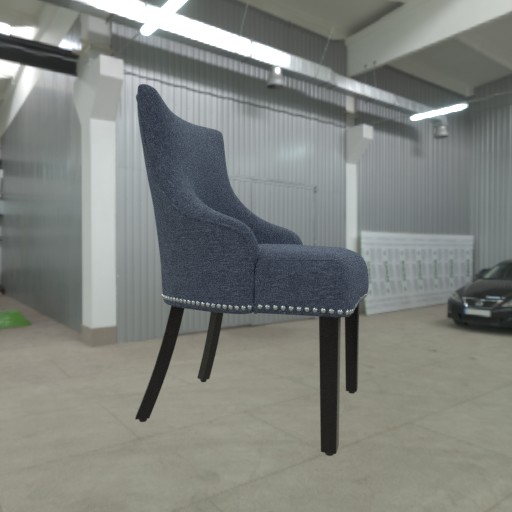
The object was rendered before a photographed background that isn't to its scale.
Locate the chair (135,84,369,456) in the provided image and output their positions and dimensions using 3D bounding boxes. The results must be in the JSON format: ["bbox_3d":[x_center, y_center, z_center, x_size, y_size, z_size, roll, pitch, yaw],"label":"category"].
[{"bbox_3d":[0.000,0.000,1.324,0.629,0.909,0.566,0,1,18],"label":"chair"}]
